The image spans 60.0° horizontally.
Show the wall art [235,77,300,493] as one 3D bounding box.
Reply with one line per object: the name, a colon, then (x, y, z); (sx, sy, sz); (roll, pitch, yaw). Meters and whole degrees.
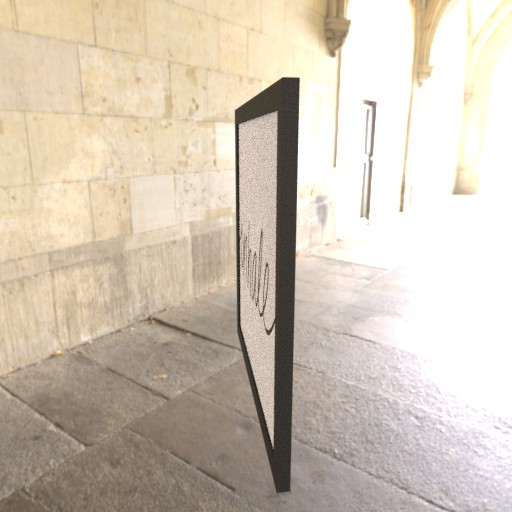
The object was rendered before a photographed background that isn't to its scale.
wall art: (0.000, 0.000, 0.531); (0.013, 0.356, 0.356); (-2, 15, -8)
